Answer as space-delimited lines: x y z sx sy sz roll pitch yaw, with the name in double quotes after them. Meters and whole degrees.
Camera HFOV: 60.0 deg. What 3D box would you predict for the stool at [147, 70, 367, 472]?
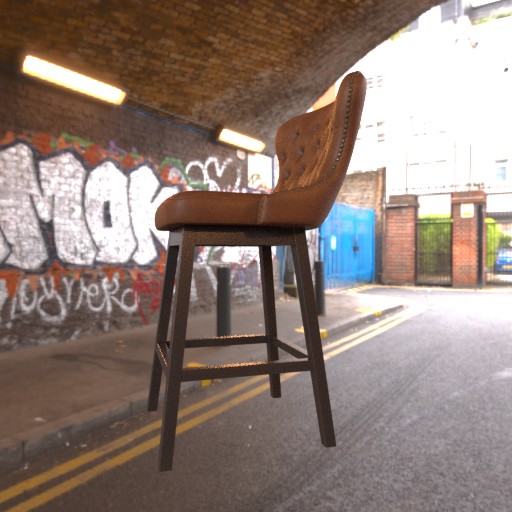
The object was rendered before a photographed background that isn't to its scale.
0.000 0.000 1.287 0.593 0.971 0.528 0 1 -17 "stool"
